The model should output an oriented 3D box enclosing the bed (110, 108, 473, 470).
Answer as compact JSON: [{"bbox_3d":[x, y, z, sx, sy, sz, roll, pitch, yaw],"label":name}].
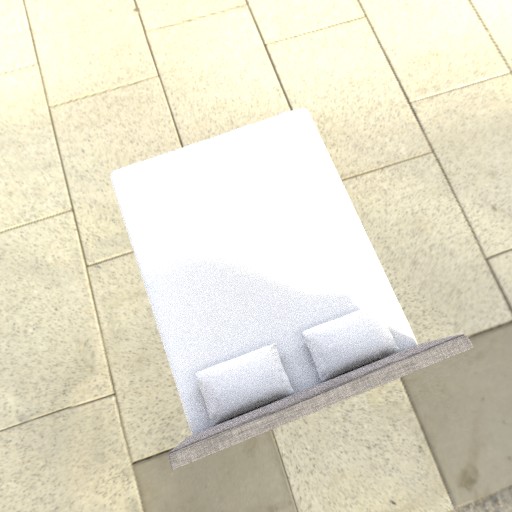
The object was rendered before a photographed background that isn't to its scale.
[{"bbox_3d":[0.000,0.000,2.935,1.621,1.168,1.958,-20,75,-6],"label":"bed"}]
